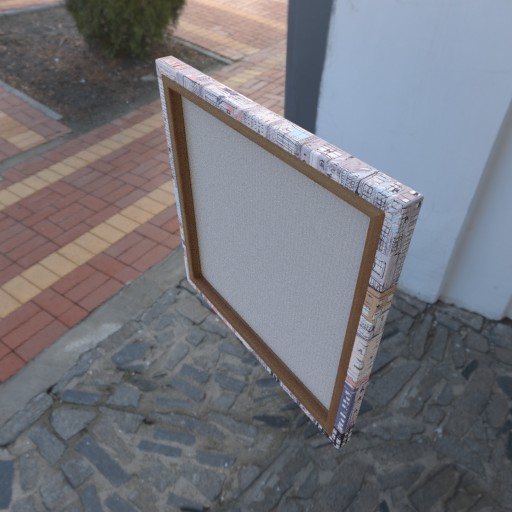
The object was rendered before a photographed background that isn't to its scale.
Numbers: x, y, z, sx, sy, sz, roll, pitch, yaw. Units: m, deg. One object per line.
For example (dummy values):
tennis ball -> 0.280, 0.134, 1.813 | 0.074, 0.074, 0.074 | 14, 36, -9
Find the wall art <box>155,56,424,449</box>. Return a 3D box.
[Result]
wall art -> 0.000, 0.000, 1.113 | 0.048, 0.762, 0.761 | -27, 48, -26
